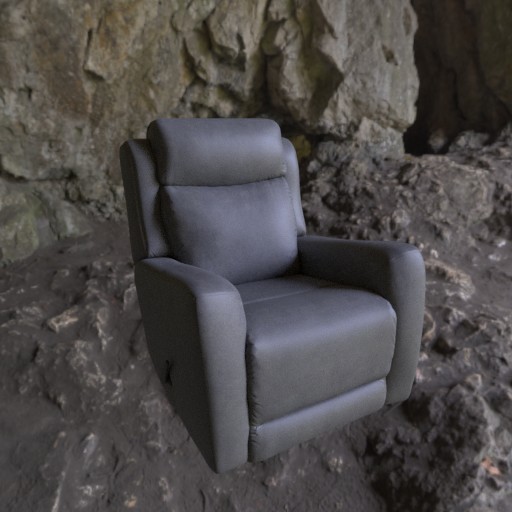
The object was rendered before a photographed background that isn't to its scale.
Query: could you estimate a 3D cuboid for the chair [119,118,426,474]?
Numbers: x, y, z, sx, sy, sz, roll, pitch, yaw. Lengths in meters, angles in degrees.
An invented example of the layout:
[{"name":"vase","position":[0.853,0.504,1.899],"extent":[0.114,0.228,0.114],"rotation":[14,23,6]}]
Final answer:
[{"name":"chair","position":[0.000,0.000,1.876],"extent":[0.967,1.116,1.068],"rotation":[-9,19,-27]}]
